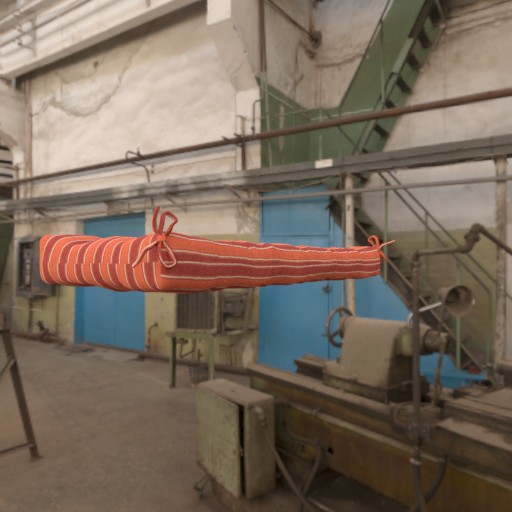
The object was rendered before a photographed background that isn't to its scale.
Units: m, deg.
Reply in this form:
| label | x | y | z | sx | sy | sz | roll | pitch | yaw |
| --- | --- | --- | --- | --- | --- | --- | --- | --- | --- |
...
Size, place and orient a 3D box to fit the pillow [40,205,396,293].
| label | x | y | z | sx | sy | sz | roll | pitch | yaw |
| --- | --- | --- | --- | --- | --- | --- | --- | --- | --- |
| pillow | 0.000 | 0.000 | 1.362 | 0.511 | 0.174 | 1.194 | -1 | -1 | 36 |
